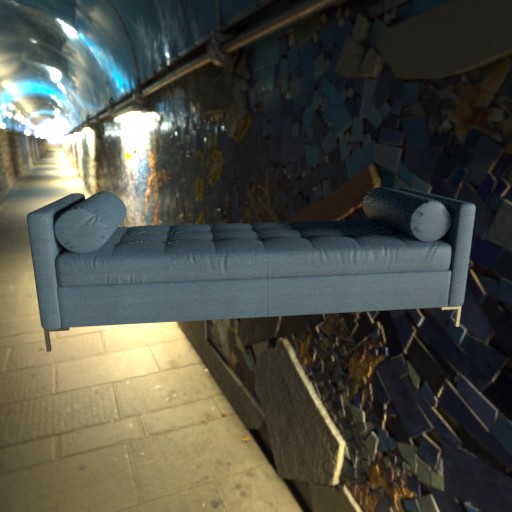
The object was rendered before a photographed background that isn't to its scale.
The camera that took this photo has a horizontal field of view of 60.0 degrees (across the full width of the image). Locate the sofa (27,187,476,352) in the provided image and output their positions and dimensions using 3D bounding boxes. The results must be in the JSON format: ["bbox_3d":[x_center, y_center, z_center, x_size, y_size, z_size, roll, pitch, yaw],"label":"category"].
[{"bbox_3d":[0.000,0.000,2.325,1.981,0.635,0.686,-2,15,-8],"label":"sofa"}]
